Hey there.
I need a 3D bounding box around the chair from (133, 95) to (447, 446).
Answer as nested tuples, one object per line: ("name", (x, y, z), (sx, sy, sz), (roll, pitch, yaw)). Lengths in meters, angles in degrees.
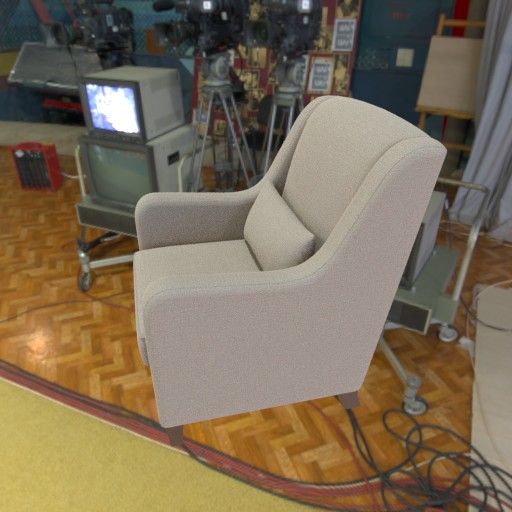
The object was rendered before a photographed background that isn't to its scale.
("chair", (0.000, 0.000, 1.623), (0.896, 1.017, 0.715), (-8, 32, -13))
